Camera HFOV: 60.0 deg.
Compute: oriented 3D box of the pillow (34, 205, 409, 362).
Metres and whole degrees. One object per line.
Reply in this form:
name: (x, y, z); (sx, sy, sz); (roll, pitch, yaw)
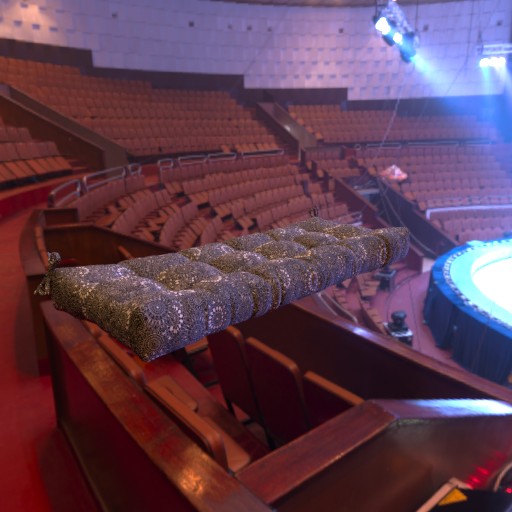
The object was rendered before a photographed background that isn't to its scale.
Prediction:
pillow: (0.000, 0.000, 1.386); (0.511, 0.174, 1.194); (14, 20, 42)
